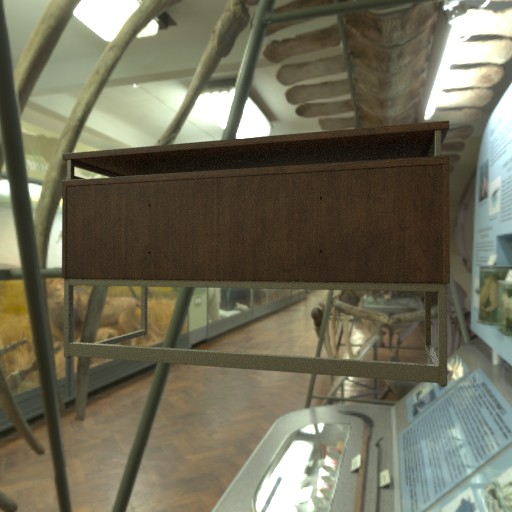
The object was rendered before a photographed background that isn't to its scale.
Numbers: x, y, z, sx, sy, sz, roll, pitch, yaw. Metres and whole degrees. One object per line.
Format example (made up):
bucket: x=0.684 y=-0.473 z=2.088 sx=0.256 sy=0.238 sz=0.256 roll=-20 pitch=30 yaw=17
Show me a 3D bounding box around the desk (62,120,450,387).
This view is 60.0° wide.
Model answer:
desk: x=0.000 y=0.000 z=1.803 sx=1.384 sy=0.792 sz=0.610 roll=0 pitch=-1 yaw=17
